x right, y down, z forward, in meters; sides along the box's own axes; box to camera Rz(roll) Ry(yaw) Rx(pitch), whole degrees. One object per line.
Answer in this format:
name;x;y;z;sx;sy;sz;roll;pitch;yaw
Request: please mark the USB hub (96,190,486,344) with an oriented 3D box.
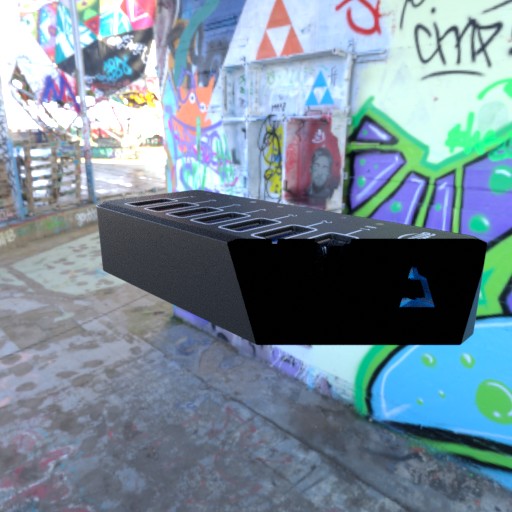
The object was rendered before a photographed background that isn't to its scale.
USB hub;0.000;0.000;0.127;0.044;0.023;0.110;-16;23;-42
